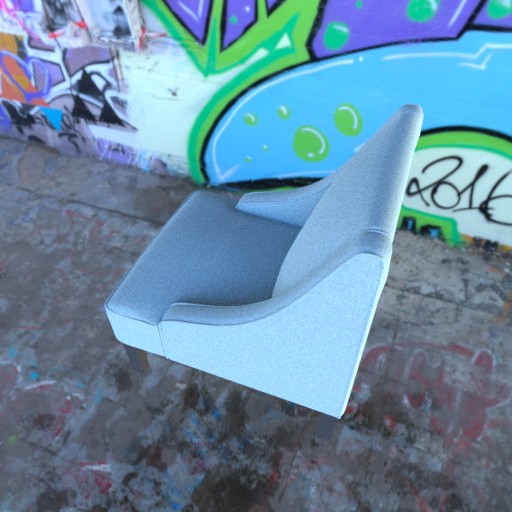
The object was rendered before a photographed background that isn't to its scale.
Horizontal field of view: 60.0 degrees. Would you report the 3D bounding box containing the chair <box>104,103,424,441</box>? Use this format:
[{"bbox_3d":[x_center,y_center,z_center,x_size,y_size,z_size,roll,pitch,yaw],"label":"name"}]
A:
[{"bbox_3d":[0.000,0.000,1.869,1.025,1.133,0.857,15,47,15],"label":"chair"}]
